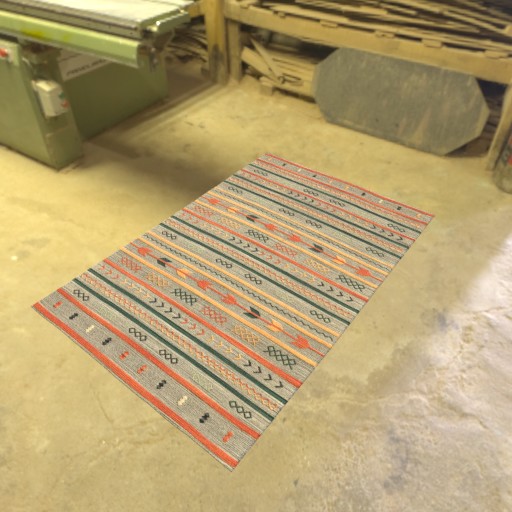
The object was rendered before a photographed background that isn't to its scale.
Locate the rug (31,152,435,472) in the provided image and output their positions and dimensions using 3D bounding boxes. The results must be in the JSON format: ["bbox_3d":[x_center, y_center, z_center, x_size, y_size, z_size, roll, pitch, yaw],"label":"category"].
[{"bbox_3d":[0.000,0.000,2.307,1.220,0.017,1.835,27,48,27],"label":"rug"}]
